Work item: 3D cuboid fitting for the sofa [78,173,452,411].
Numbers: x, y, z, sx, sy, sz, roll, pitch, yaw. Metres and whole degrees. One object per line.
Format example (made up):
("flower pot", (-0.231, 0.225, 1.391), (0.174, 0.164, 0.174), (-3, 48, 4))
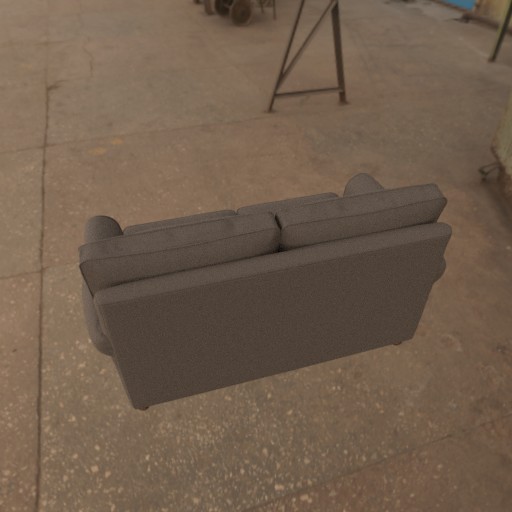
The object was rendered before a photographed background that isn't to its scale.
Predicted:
("sofa", (0.000, 0.000, 2.279), (1.665, 0.937, 0.964), (-11, 42, -12))
